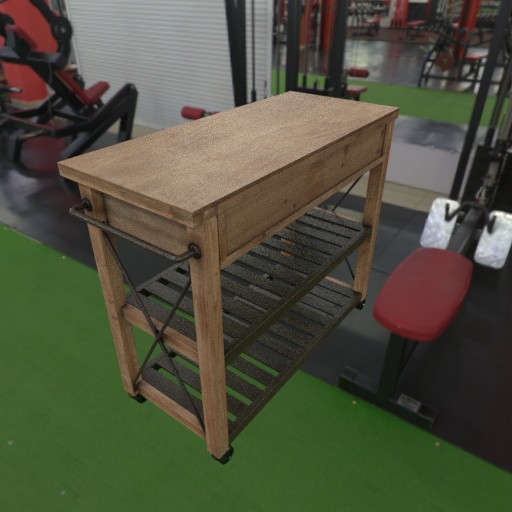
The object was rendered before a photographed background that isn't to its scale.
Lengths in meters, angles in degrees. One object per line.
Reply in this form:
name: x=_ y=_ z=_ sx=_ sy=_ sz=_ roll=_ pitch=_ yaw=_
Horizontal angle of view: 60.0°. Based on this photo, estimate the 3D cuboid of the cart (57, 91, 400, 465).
cart: x=0.000 y=0.000 z=0.971 sx=0.298 sy=0.554 sz=0.686 roll=22 pitch=38 yaw=31
